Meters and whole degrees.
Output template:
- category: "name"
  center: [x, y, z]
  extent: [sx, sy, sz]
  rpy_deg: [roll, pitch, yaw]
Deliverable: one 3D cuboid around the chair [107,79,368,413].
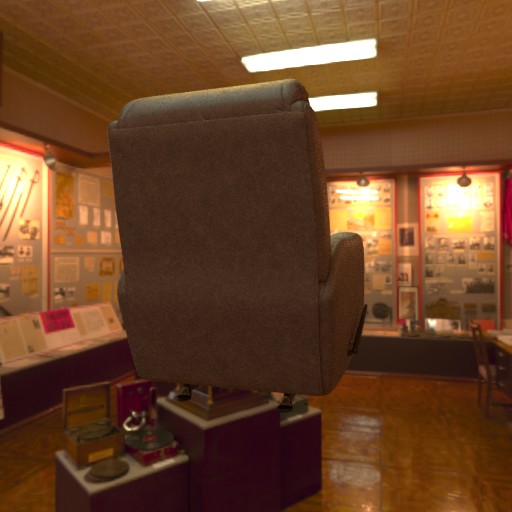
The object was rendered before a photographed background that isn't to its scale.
- category: "chair"
  center: [0.000, 0.000, 1.822]
  extent: [0.865, 1.067, 1.067]
  rpy_deg: [0, 0, 18]
